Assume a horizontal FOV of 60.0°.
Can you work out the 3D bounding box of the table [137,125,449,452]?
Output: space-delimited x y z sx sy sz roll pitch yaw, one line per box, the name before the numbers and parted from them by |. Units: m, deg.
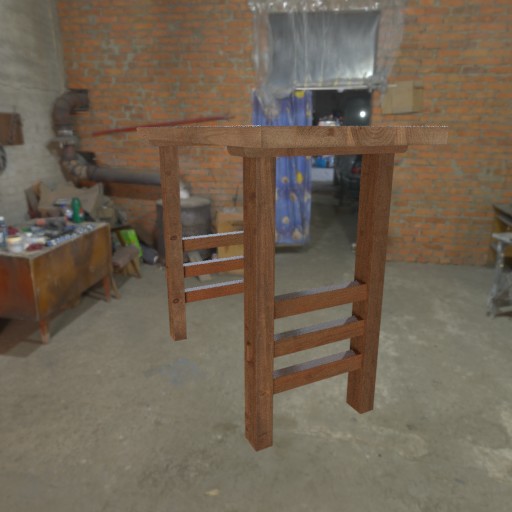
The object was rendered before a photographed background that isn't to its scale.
table | 0.000 0.000 1.636 0.556 0.914 1.119 -8 18 -26
